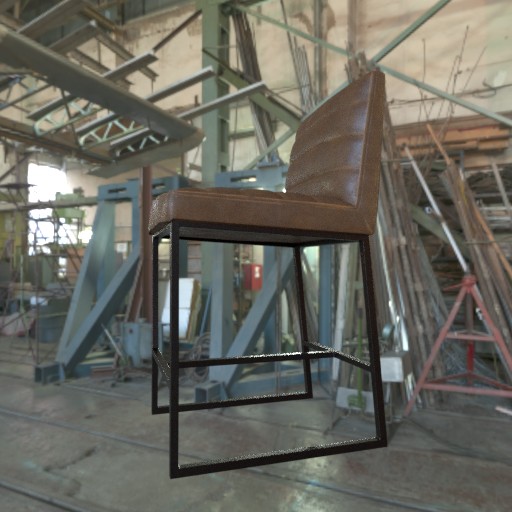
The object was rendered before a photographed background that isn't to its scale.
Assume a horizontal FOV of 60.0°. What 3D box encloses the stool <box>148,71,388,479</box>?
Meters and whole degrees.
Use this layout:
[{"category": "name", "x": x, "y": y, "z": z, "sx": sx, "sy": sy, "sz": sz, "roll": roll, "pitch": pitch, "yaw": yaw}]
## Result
[{"category": "stool", "x": 0.000, "y": 0.000, "z": 1.221, "sx": 0.562, "sy": 0.942, "sz": 0.463, "roll": 0, "pitch": -1, "yaw": -18}]
